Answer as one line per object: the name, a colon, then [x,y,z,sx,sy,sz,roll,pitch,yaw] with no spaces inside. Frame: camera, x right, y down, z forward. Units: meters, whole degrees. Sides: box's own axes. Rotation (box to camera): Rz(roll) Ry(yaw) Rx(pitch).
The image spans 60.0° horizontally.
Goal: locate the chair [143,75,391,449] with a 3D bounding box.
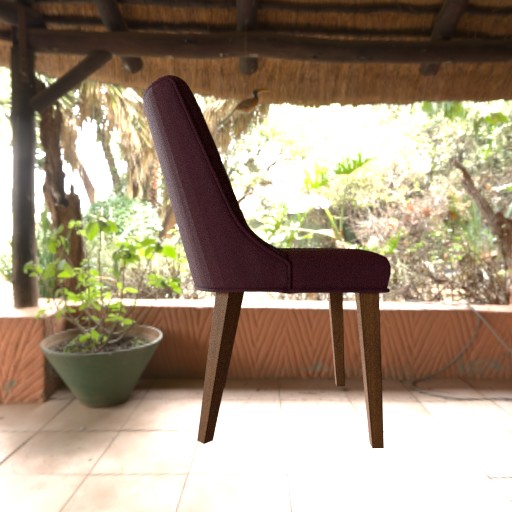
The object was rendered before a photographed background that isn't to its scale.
chair: [0.000,0.000,1.309,0.638,0.916,0.548,0,1,0]
